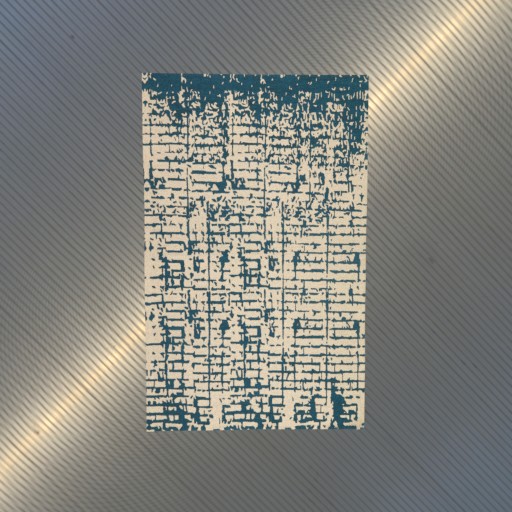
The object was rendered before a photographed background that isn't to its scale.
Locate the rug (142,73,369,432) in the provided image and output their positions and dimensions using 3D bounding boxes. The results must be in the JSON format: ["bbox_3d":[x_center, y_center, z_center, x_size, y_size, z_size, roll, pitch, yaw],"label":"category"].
[{"bbox_3d":[0.000,0.000,3.024,1.517,0.011,2.435,0,93,-1],"label":"rug"}]
